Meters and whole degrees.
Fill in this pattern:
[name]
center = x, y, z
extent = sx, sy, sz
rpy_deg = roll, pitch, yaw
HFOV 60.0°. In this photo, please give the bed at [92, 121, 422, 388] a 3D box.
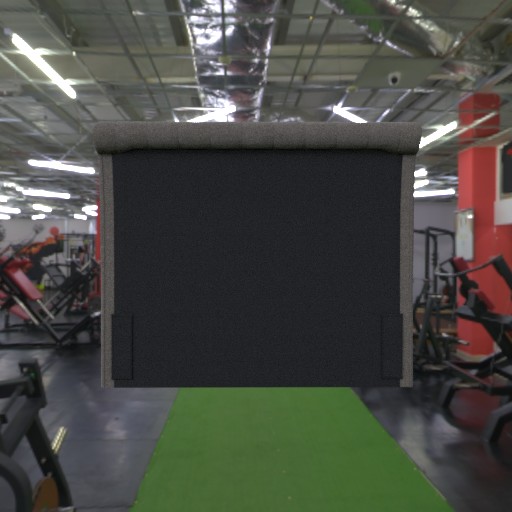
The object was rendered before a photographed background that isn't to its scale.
[bed]
center = 0.000, 0.000, 3.325
extent = 1.645, 1.371, 2.252
rpy_deg = 0, 0, 0
